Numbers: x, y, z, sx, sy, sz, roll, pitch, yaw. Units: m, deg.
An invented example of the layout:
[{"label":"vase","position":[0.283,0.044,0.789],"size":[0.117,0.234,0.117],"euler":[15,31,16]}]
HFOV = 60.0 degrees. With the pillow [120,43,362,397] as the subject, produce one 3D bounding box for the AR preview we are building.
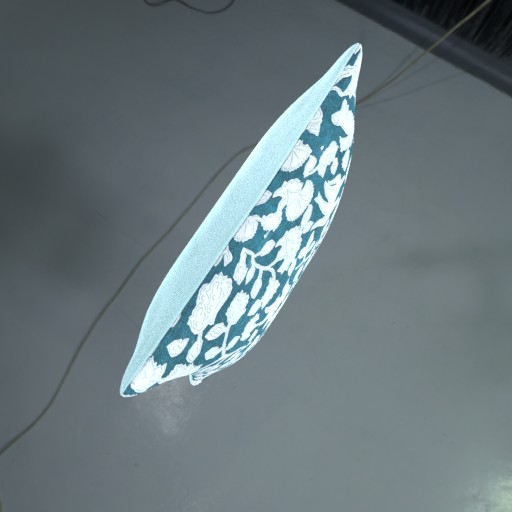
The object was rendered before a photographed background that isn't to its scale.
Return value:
[{"label":"pillow","position":[0.000,0.000,0.769],"size":[0.166,0.508,0.525],"euler":[32,78,8]}]
